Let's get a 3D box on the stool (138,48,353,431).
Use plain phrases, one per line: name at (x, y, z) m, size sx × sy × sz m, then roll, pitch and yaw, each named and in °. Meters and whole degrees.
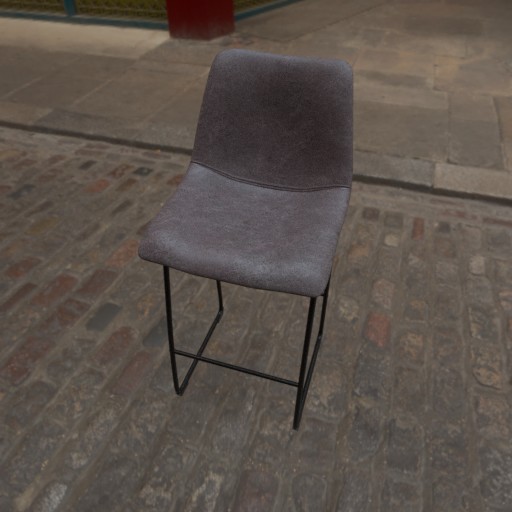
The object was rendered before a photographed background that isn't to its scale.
stool at (0.000, 0.000, 1.411) m, size 0.514 × 1.082 × 0.561 m, roll 12°, pitch 42°, yaw 13°
